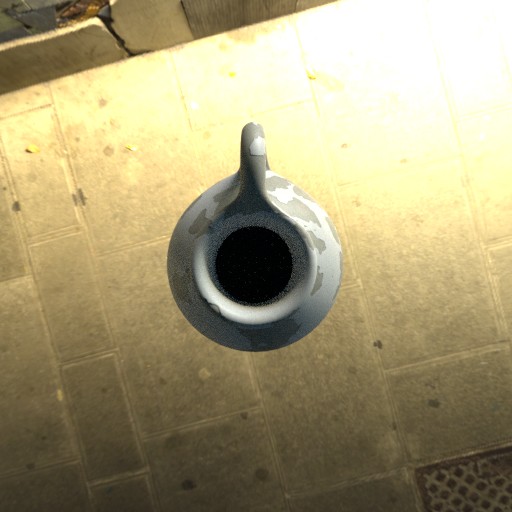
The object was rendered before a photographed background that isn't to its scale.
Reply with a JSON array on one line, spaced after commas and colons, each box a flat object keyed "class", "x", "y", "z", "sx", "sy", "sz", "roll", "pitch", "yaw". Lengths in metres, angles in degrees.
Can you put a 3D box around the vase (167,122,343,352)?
[{"class": "vase", "x": 0.000, "y": 0.000, "z": 0.491, "sx": 0.186, "sy": 0.382, "sz": 0.203, "roll": 0, "pitch": 90, "yaw": 1}]
